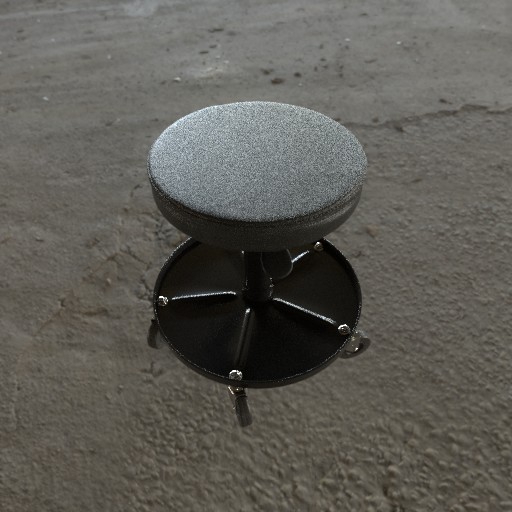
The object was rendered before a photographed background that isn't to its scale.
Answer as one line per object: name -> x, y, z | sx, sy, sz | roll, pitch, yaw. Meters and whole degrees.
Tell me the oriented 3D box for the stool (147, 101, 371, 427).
stool -> 0.000, 0.000, 0.677 | 0.381, 0.365, 0.382 | -9, 47, -8
